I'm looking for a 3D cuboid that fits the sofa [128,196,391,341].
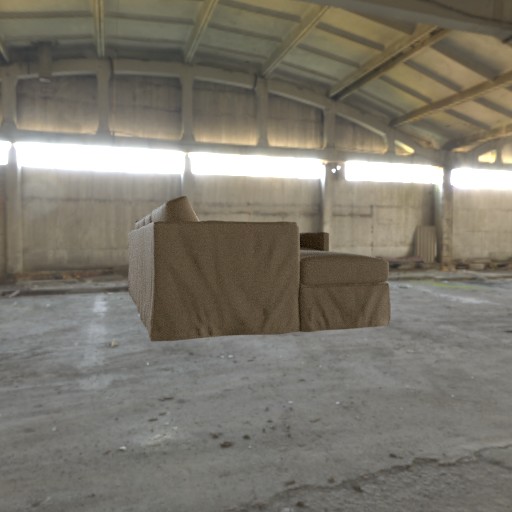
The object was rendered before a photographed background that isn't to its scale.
[{"bbox_3d":[0.000,0.000,4.582,2.476,0.878,3.528,-1,2,-18],"label":"sofa"}]
